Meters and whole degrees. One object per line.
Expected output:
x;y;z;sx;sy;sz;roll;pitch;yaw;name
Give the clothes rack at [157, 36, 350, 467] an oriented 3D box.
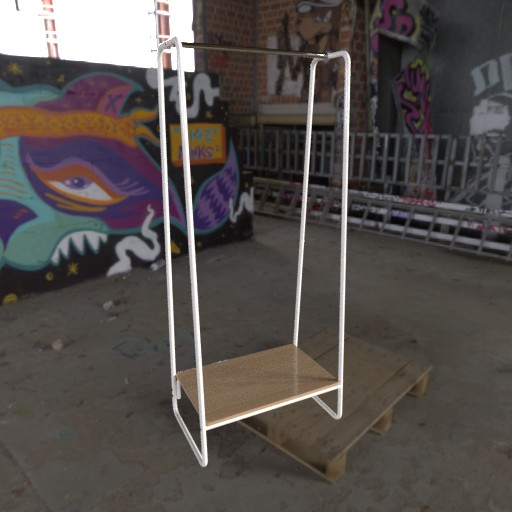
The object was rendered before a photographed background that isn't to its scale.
0.000;0.000;1.744;0.640;1.500;0.400;-8;19;-25;clothes rack
